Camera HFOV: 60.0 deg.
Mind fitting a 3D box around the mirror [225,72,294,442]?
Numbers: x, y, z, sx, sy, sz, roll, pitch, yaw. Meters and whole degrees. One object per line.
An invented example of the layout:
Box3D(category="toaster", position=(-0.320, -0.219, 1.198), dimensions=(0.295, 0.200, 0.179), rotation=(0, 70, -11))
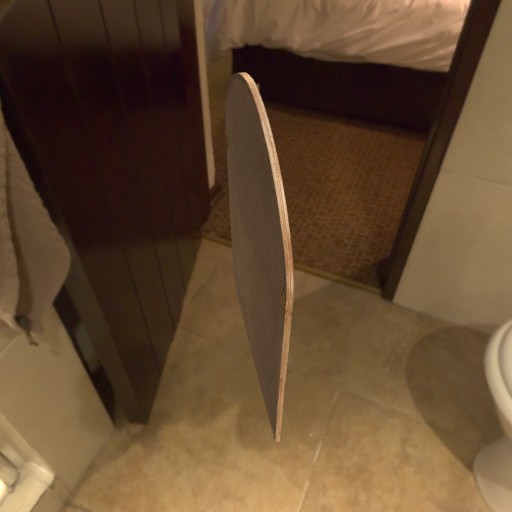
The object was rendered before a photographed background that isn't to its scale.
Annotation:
Box3D(category="mirror", position=(0.000, 0.000, 1.151), dimensions=(0.032, 0.915, 0.609), rotation=(-9, 47, -9))
